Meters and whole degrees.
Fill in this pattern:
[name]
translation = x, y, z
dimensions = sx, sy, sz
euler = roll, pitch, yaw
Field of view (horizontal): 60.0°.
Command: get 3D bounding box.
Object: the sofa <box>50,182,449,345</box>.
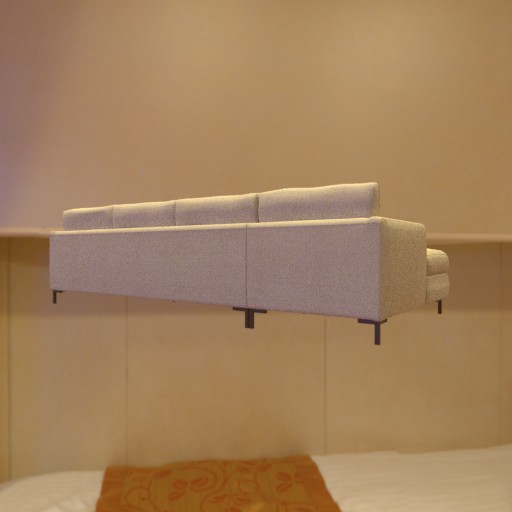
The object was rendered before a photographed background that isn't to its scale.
[sofa]
translation = 0.000, 0.000, 3.480
dimensions = 2.737, 0.756, 1.879
euler = 1, 1, 35
